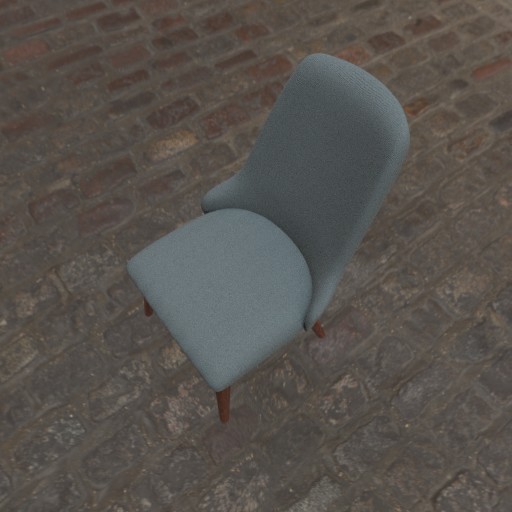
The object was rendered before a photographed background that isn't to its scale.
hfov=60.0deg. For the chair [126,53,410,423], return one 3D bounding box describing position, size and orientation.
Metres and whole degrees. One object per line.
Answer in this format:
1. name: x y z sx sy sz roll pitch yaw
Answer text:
1. chair: 0.000 0.000 1.312 0.707 0.918 0.535 -34 68 -16
